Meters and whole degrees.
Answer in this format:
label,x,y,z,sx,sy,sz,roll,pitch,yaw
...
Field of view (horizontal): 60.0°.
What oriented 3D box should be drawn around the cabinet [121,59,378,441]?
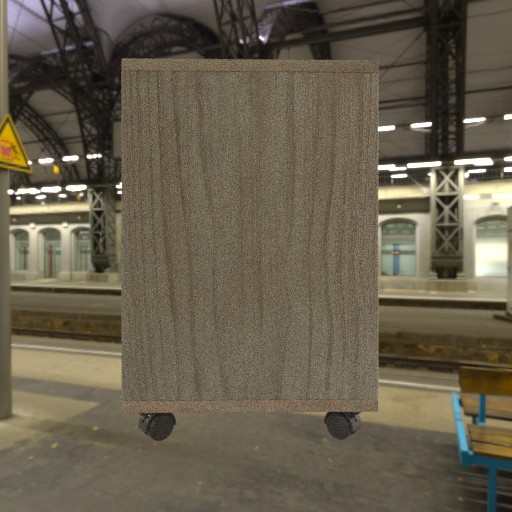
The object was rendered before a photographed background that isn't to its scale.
label,x,y,z,sx,sy,sz,roll,pitch,yaw
cabinet,0.000,0.000,0.857,0.401,0.579,0.409,0,0,-1
